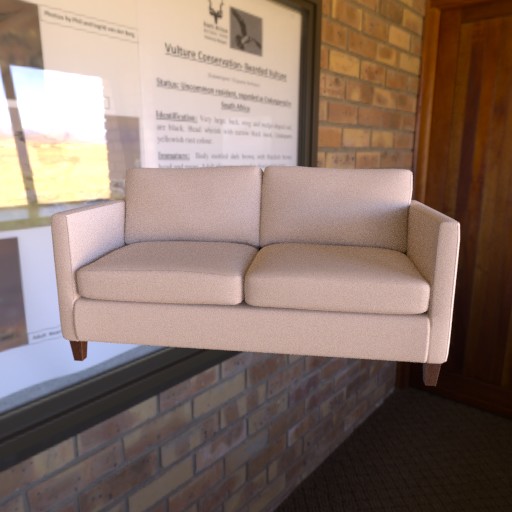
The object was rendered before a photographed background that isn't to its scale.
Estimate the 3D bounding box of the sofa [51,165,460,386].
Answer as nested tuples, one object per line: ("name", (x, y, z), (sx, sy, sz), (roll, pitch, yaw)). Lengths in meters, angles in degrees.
("sofa", (0.000, 0.000, 2.253), (1.722, 0.888, 0.873), (2, 13, 8))
